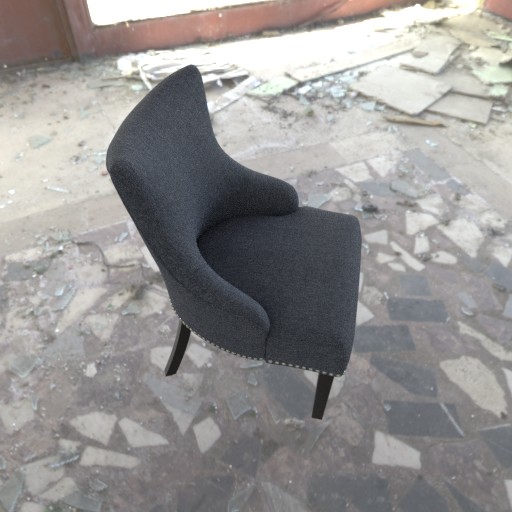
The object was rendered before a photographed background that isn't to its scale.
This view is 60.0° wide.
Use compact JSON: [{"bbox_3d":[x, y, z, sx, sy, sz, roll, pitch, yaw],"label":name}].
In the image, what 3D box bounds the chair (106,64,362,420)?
[{"bbox_3d":[0.000,0.000,1.330,0.629,0.909,0.566,9,47,9],"label":"chair"}]
